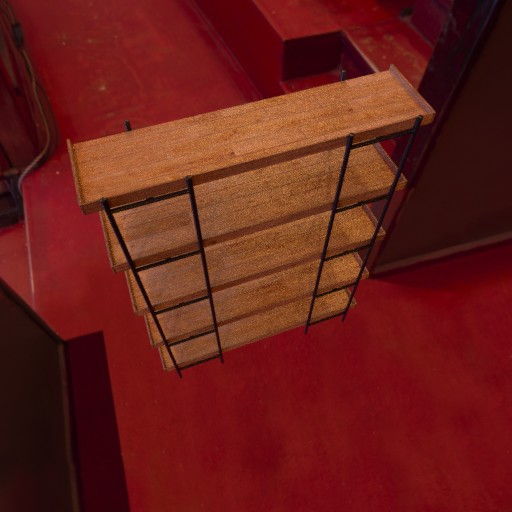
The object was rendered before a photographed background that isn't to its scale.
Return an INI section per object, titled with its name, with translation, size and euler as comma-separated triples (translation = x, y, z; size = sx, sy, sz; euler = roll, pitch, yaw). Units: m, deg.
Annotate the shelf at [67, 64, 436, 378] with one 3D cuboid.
[shelf]
translation = 0.000, 0.000, 2.437
size = 1.371, 1.826, 0.379
euler = -17, 58, -11
